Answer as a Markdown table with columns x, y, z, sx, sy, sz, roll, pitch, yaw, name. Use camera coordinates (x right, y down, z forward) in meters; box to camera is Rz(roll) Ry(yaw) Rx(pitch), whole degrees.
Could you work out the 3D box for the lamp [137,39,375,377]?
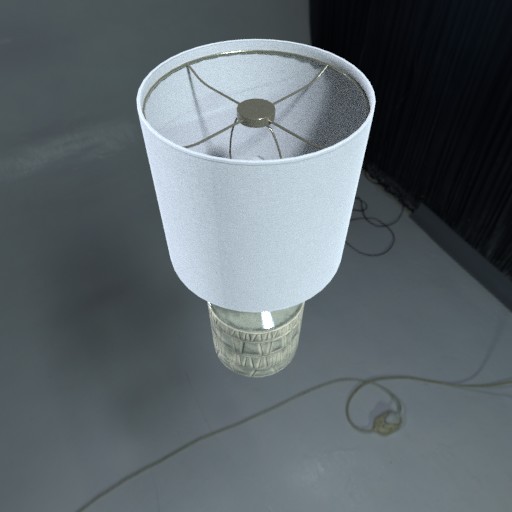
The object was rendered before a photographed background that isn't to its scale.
| x | y | z | sx | sy | sz | roll | pitch | yaw | name |
| --- | --- | --- | --- | --- | --- | --- | --- | --- | --- |
| 0.000 | 0.000 | 0.569 | 0.211 | 0.455 | 0.211 | -24 | 53 | -19 | lamp |
